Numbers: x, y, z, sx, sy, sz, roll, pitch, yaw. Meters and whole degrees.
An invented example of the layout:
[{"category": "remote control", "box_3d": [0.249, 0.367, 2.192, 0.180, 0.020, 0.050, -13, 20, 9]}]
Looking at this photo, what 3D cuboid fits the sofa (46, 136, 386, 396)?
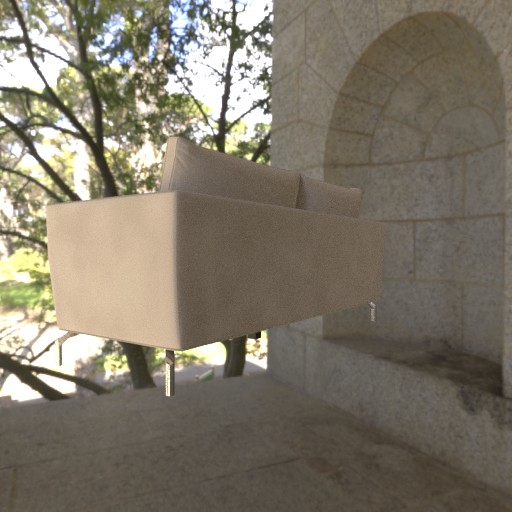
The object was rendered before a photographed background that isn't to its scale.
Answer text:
[{"category": "sofa", "box_3d": [0.000, 0.000, 2.699, 0.868, 1.005, 2.214, 0, 1, 35]}]
